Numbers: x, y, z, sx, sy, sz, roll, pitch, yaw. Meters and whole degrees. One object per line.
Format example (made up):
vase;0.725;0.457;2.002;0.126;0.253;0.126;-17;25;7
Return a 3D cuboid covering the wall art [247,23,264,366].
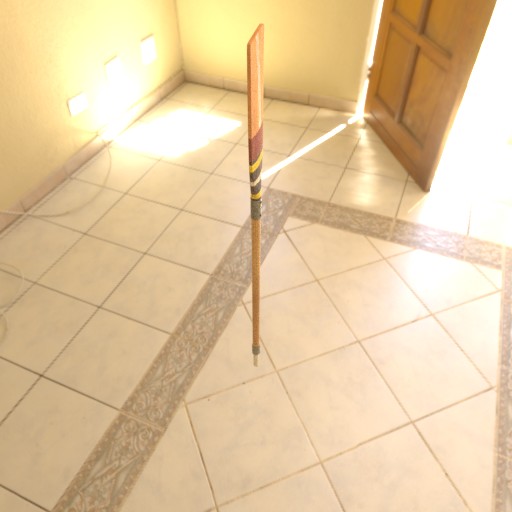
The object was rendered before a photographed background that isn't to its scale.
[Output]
wall art;0.000;0.000;1.633;0.038;1.556;0.146;10;47;9
